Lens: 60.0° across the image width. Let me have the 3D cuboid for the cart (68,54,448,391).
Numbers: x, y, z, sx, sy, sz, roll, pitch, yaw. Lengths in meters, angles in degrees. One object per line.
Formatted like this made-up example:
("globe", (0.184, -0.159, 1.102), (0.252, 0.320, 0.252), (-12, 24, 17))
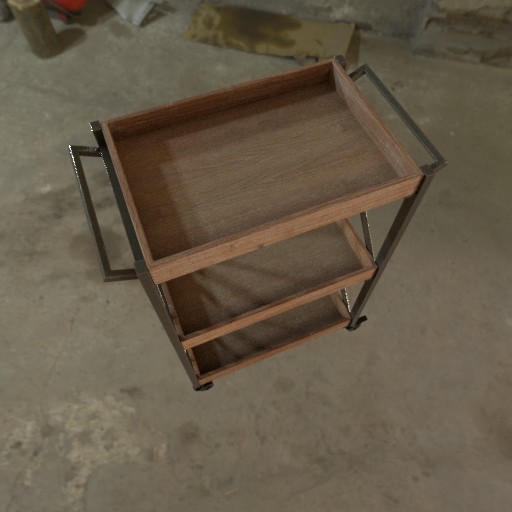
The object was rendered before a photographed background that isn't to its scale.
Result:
("cart", (0.000, 0.000, 1.205), (0.673, 0.835, 0.377), (-20, 62, -11))
